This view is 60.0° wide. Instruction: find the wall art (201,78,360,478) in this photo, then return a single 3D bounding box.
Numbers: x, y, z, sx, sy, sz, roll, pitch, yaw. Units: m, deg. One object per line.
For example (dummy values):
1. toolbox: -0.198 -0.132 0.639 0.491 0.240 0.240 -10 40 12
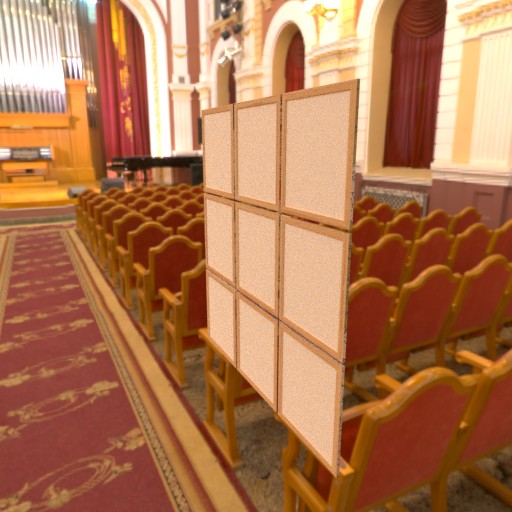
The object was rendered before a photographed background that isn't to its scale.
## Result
1. wall art: 0.000 0.000 2.292 0.013 1.534 1.519 -7 16 -25
